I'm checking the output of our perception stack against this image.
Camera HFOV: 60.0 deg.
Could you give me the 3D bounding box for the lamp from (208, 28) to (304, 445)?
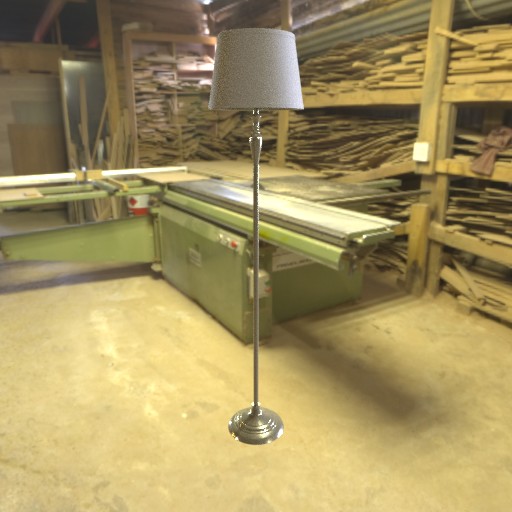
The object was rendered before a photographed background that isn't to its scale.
[{"bbox_3d":[0.000,0.000,1.670,0.327,1.506,0.327,-8,18,-26],"label":"lamp"}]
